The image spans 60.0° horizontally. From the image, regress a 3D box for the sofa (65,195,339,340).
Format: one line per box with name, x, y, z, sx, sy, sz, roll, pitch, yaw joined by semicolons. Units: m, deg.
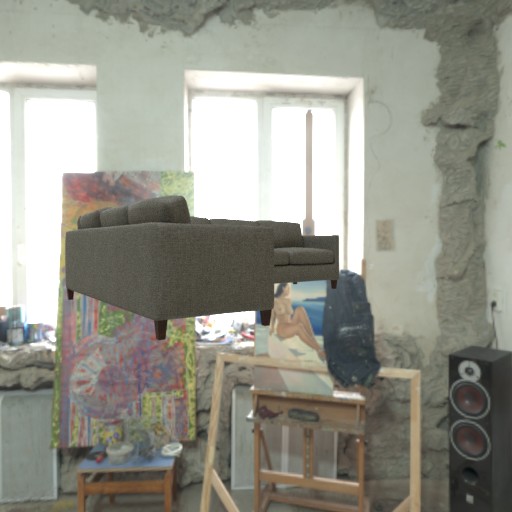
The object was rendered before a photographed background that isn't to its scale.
sofa;0.000;0.000;4.702;3.302;0.947;2.593;-1;2;-35
